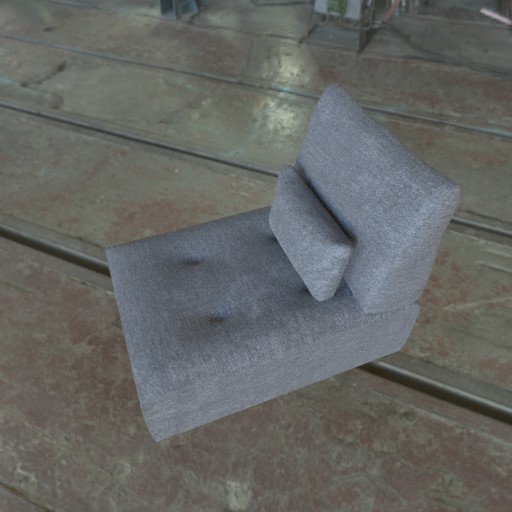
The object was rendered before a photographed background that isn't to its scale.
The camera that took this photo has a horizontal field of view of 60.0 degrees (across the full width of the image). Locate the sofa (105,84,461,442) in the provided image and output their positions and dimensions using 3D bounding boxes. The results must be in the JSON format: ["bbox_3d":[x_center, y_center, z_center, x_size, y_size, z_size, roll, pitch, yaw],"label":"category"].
[{"bbox_3d":[0.000,0.000,1.557,1.000,0.820,0.700,-16,48,-15],"label":"sofa"}]
